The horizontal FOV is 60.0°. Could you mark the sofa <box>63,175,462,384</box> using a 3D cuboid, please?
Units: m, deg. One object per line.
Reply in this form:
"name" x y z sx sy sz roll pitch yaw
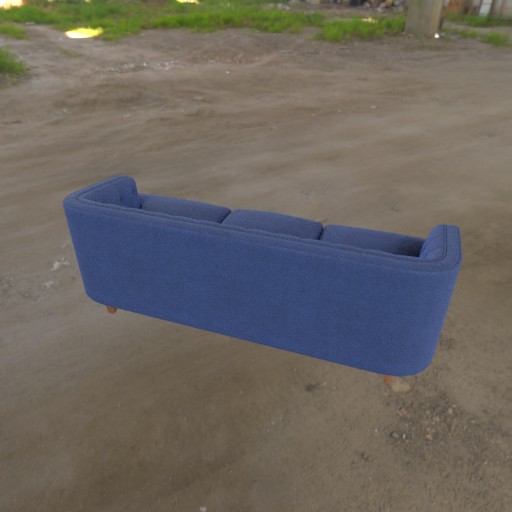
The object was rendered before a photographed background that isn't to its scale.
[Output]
"sofa" 0.000 0.000 2.705 2.235 0.787 0.914 11 34 16
